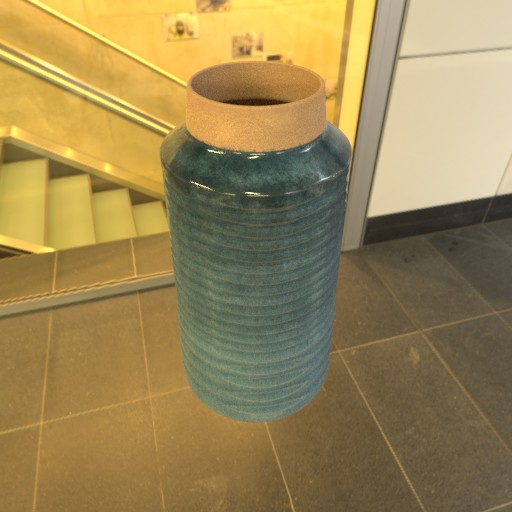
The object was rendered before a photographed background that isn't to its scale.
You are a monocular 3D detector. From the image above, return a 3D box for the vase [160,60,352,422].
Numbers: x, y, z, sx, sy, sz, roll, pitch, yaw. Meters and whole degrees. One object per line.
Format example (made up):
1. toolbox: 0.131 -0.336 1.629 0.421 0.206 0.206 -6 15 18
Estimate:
1. vase: 0.000 0.000 0.408 0.163 0.316 0.163 0 40 0
